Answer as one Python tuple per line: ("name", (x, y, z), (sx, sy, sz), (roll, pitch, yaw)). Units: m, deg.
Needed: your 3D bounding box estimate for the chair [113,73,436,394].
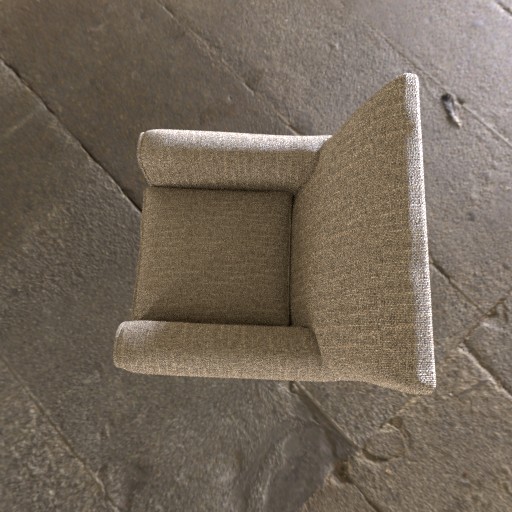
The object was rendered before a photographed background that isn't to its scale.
("chair", (0.000, 0.000, 1.575), (0.873, 0.928, 0.864), (2, 76, 1))
